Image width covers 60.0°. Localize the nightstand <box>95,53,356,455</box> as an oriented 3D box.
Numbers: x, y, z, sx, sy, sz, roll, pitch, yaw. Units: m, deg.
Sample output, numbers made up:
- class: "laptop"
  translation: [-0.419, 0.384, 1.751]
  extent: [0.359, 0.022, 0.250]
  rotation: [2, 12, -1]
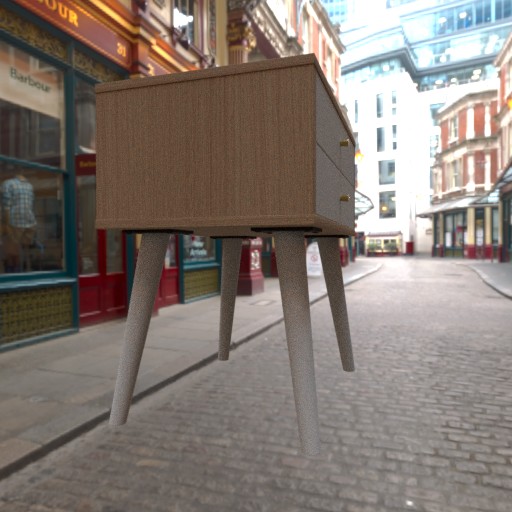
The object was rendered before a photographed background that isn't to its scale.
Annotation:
- class: "nightstand"
  translation: [0.000, 0.000, 0.990]
  extent: [0.407, 0.610, 0.571]
  rotation: [0, 1, 19]
